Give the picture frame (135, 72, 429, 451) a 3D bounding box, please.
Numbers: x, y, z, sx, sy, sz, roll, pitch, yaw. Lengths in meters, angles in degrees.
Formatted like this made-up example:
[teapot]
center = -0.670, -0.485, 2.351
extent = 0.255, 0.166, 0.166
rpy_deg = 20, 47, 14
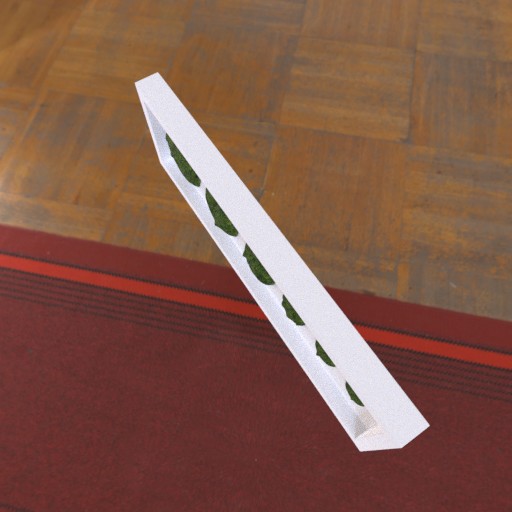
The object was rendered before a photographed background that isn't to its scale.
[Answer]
[picture frame]
center = 0.000, 0.000, 0.825
extent = 0.050, 0.250, 0.759
rpy_deg = -31, 69, -13
